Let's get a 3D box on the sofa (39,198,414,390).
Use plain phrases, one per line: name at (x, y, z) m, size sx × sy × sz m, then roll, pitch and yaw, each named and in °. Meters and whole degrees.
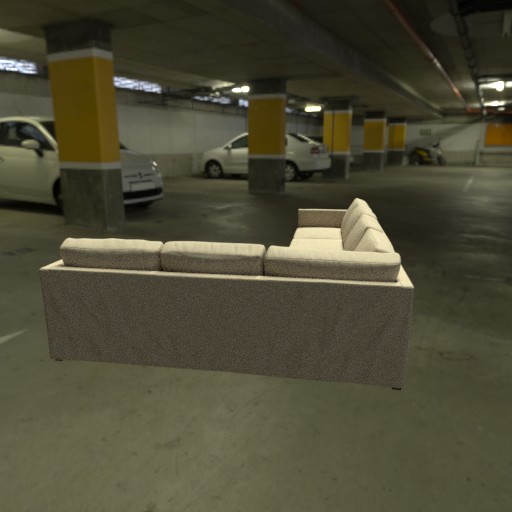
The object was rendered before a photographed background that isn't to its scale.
sofa at (0.000, 0.000, 4.337) m, size 2.432 × 0.871 × 3.182 m, roll 2°, pitch 14°, yaw 9°
